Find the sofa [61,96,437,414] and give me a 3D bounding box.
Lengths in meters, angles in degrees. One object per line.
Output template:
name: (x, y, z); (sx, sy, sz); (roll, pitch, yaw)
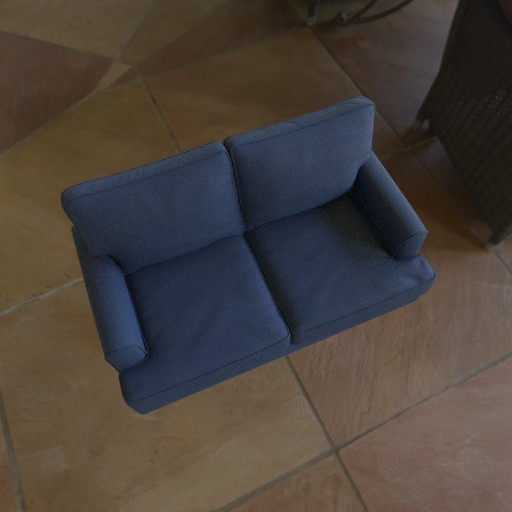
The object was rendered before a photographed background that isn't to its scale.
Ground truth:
sofa: (0.000, 0.000, 2.256); (1.651, 0.965, 0.965); (-20, 64, -10)
